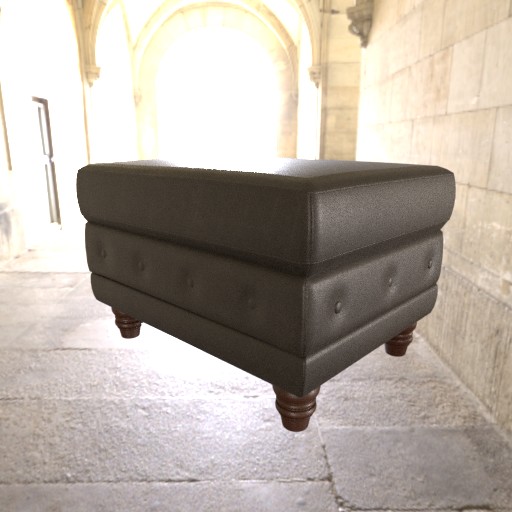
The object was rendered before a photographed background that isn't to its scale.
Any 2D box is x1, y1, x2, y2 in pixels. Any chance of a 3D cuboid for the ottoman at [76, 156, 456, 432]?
[{"bbox_3d":[0.000,0.000,1.168,0.795,0.498,0.590,13,20,42],"label":"ottoman"}]
